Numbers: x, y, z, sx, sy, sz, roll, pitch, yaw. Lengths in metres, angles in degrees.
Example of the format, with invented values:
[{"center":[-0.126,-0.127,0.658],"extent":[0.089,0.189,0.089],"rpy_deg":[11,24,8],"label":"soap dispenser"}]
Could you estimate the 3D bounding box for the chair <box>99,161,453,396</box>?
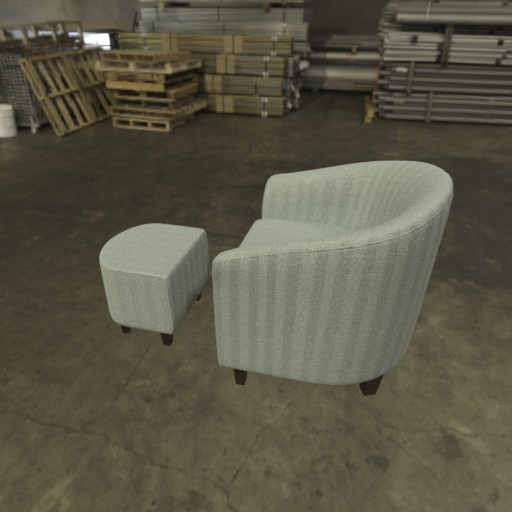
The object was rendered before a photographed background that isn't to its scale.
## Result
[{"center":[0.000,0.000,1.718],"extent":[1.288,0.757,0.756],"rpy_deg":[8,31,13],"label":"chair"}]
